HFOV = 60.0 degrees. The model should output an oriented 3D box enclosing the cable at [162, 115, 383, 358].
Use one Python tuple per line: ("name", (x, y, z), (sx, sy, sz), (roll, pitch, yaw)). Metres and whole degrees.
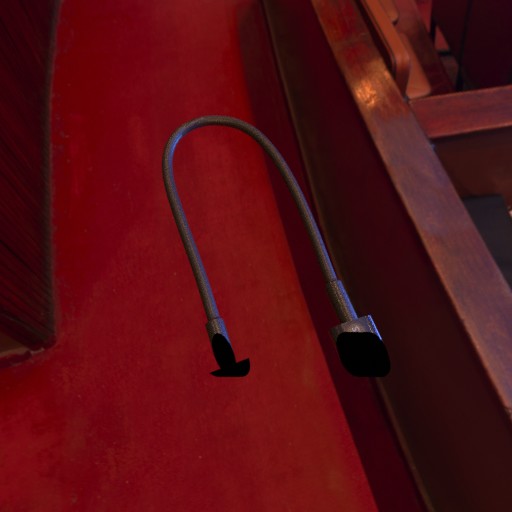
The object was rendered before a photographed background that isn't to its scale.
("cable", (0.000, 0.000, 0.111), (0.041, 0.005, 0.098), (-17, 64, -8))
